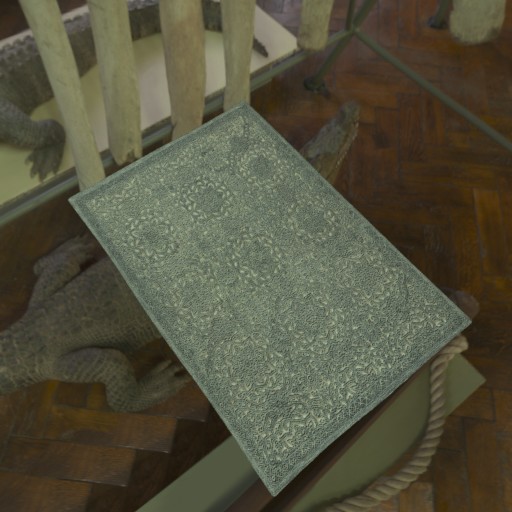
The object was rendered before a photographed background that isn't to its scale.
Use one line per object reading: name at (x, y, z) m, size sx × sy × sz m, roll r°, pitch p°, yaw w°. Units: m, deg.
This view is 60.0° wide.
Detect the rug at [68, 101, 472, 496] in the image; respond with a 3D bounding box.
rug at (0.000, 0.000, 2.289) m, size 1.224 × 0.016 × 1.830 m, roll -34°, pitch 68°, yaw -16°
